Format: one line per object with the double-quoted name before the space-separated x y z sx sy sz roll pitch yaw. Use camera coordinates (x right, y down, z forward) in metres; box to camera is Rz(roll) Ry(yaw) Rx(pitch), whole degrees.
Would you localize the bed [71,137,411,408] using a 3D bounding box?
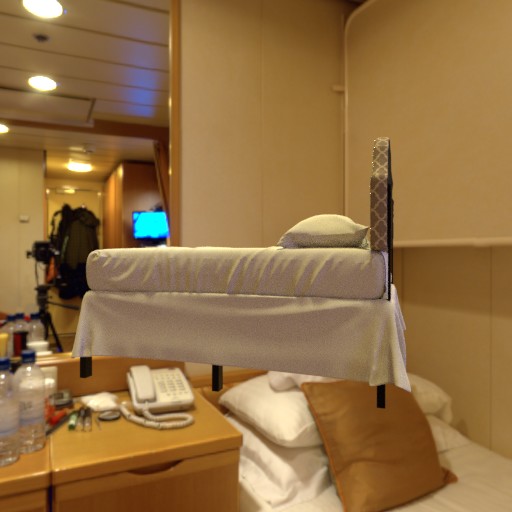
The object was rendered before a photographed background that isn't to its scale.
"bed" 0.000 0.000 3.410 2.222 1.633 1.780 0 0 18
